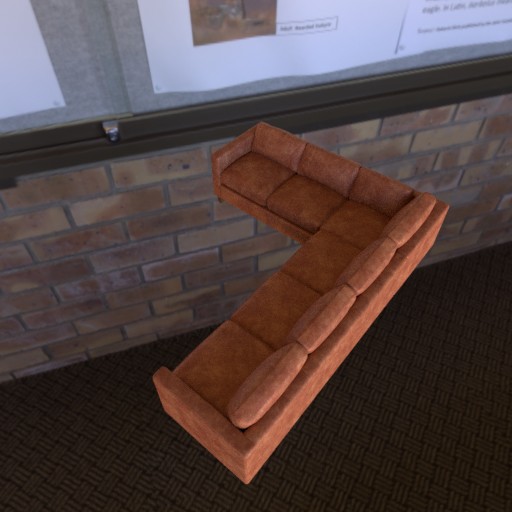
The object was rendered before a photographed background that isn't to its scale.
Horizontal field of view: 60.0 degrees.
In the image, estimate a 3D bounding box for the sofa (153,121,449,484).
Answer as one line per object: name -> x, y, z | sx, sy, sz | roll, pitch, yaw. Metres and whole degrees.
sofa -> 0.000, 0.000, 4.336 | 2.438, 0.838, 3.150 | 32, 55, 25
